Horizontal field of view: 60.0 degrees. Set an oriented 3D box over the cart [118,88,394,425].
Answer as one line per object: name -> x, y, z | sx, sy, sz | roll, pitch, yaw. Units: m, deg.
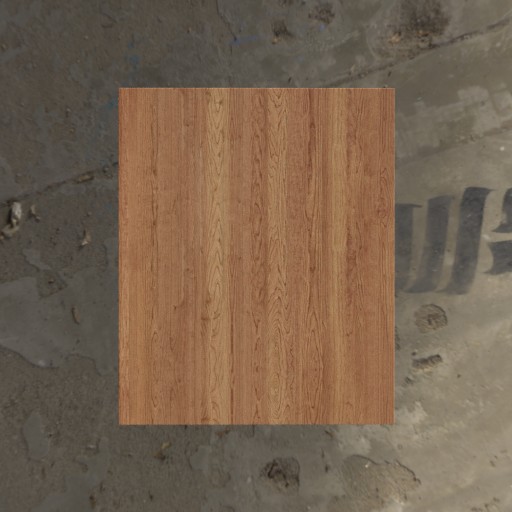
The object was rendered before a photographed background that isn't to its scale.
cart -> 0.000, 0.000, 1.075 | 0.558, 0.603, 0.666 | 0, 90, 0
